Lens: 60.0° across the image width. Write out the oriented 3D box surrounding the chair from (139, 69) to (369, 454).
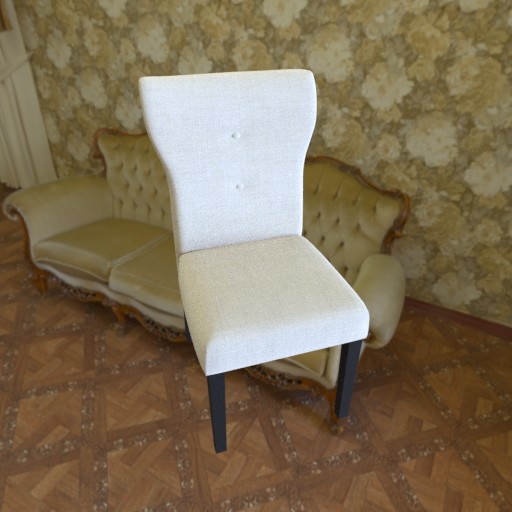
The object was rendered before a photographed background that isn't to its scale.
[{"bbox_3d":[0.000,0.000,1.292,0.509,0.921,0.597,-10,33,-15],"label":"chair"}]
